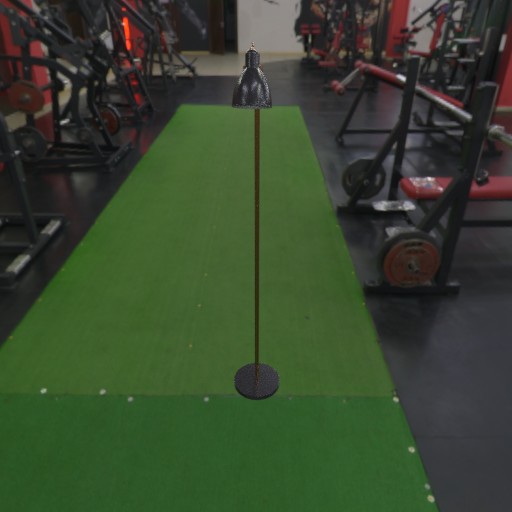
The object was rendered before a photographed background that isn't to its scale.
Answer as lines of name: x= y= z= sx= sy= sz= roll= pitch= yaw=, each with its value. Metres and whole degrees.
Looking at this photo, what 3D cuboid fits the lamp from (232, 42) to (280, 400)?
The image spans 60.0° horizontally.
lamp: x=0.000 y=0.000 z=1.831 sx=0.235 sy=1.628 sz=0.618 roll=2 pitch=30 yaw=3
